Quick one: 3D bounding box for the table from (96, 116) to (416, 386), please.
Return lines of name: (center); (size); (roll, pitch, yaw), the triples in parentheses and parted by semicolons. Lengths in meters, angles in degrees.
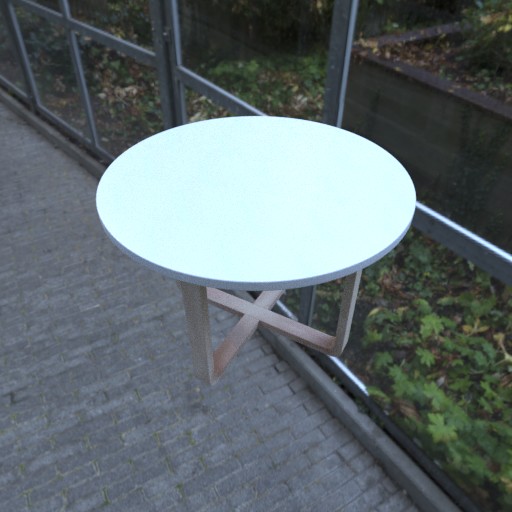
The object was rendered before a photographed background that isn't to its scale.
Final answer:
table: (0.000, 0.000, 0.989); (0.600, 0.400, 0.600); (0, 40, 0)
